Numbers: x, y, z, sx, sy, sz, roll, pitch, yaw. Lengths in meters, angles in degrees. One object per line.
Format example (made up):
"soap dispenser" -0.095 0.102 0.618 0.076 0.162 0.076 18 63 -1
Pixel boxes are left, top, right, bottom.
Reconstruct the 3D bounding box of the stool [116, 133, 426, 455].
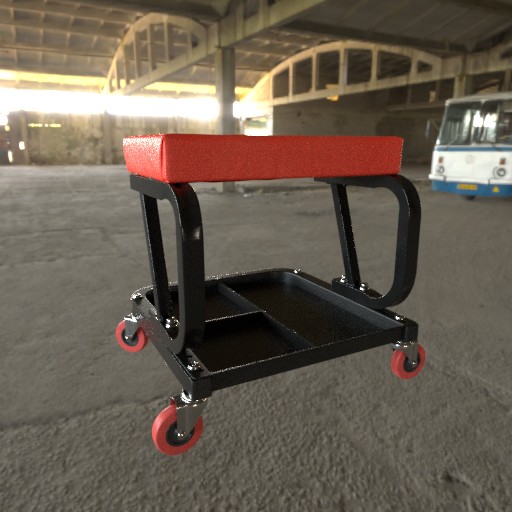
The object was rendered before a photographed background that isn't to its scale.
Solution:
"stool" 0.000 0.000 0.727 0.446 0.380 0.371 -7 16 -27
